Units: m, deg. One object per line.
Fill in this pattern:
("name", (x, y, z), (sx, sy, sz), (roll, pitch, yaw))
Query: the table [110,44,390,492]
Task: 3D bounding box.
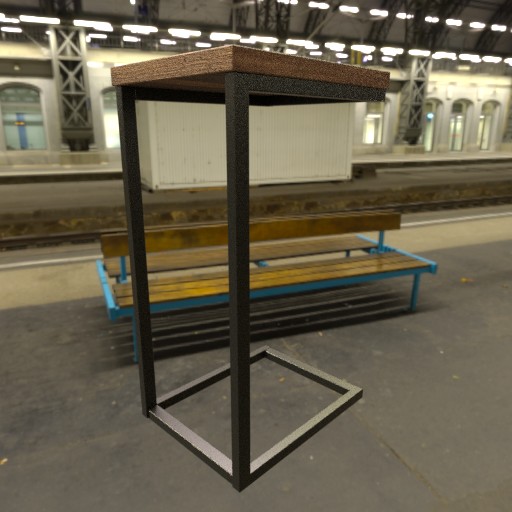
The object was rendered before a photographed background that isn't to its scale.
("table", (0.000, 0.000, 0.920), (0.323, 0.718, 0.414), (15, 22, 42))
